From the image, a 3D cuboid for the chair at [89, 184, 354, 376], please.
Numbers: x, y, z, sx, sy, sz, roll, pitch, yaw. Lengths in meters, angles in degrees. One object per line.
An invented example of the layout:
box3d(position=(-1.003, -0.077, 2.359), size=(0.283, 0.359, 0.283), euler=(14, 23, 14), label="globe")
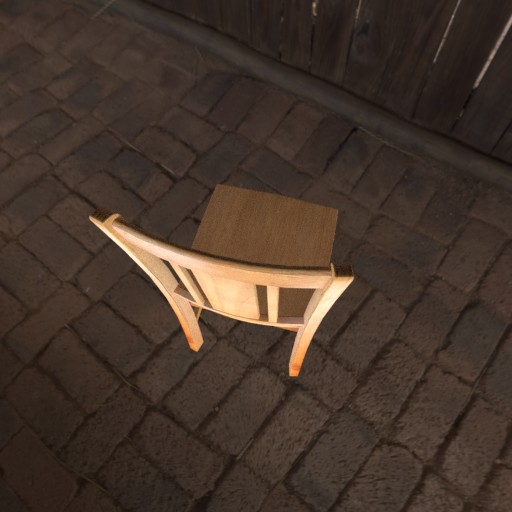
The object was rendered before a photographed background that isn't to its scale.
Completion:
box3d(position=(0.000, 0.000, 1.275), size=(0.450, 0.998, 0.556), euler=(13, 63, 7), label="chair")
